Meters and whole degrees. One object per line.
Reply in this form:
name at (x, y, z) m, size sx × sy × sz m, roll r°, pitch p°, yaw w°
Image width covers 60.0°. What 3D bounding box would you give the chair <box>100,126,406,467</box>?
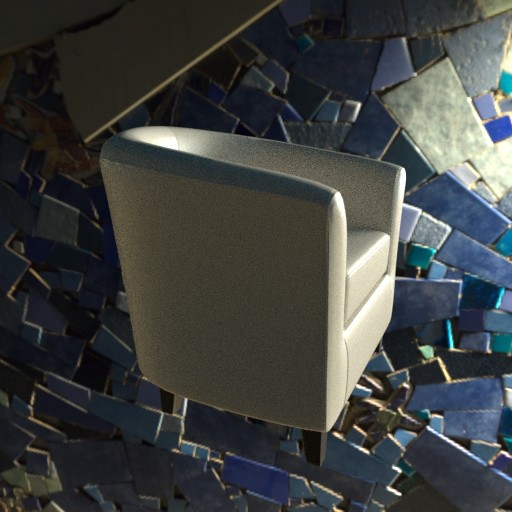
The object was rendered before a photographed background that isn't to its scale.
chair at (0.000, 0.000, 1.336) m, size 0.727 × 0.756 × 0.792 m, roll 8°, pitch 17°, yaw 26°
